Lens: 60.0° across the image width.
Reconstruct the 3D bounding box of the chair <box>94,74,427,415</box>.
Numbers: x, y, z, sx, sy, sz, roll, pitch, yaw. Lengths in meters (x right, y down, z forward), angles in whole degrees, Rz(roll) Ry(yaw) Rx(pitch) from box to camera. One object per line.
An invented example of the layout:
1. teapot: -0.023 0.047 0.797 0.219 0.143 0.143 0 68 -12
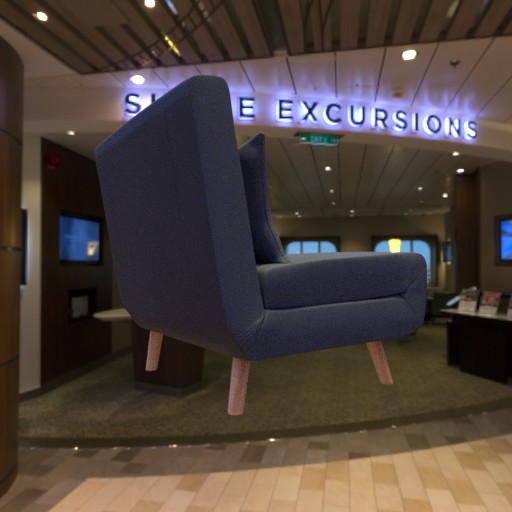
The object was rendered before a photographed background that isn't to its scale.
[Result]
1. chair: 0.000 0.000 1.507 0.900 0.808 0.770 1 -1 -35
